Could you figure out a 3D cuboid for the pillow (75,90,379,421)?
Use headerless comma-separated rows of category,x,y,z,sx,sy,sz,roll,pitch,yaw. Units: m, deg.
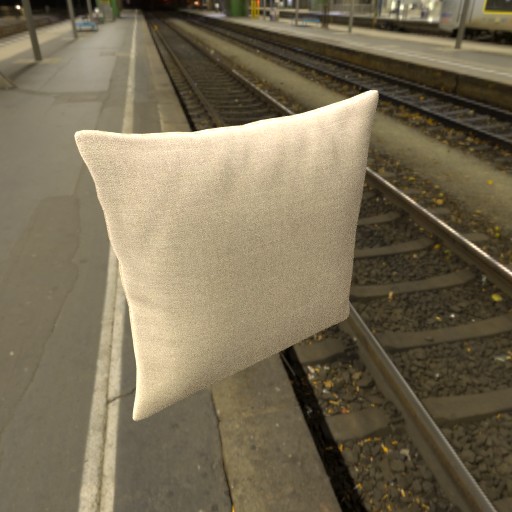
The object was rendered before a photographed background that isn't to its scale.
pillow,0.000,0.000,0.779,0.523,0.510,0.166,-19,35,-29
